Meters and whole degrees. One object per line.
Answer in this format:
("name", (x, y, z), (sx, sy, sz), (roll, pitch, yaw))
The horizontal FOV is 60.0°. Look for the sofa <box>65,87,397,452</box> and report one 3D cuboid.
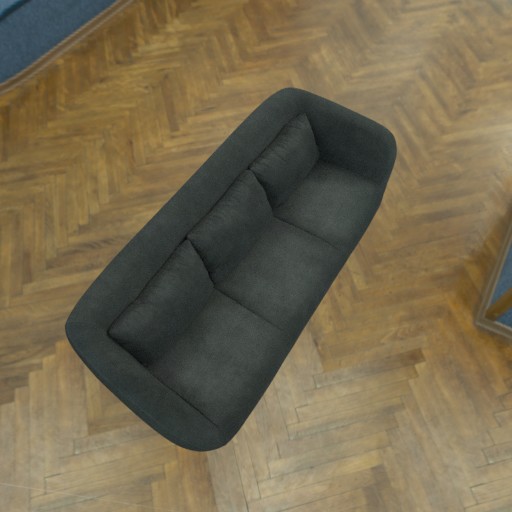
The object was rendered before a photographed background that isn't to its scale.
("sofa", (0.000, 0.000, 2.768), (0.956, 0.875, 2.296), (29, 63, 16))
